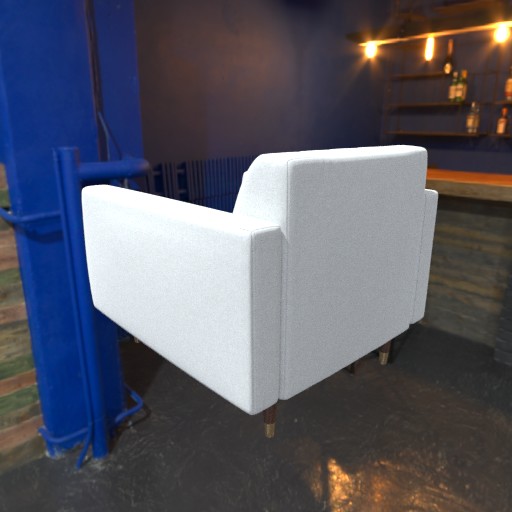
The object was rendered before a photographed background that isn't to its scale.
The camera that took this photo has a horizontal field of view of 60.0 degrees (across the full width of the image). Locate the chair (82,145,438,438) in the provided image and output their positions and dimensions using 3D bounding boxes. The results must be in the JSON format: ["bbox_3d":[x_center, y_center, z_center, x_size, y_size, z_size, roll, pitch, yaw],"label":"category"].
[{"bbox_3d":[0.000,0.000,1.675,0.953,0.819,0.998,-15,22,-40],"label":"chair"}]
